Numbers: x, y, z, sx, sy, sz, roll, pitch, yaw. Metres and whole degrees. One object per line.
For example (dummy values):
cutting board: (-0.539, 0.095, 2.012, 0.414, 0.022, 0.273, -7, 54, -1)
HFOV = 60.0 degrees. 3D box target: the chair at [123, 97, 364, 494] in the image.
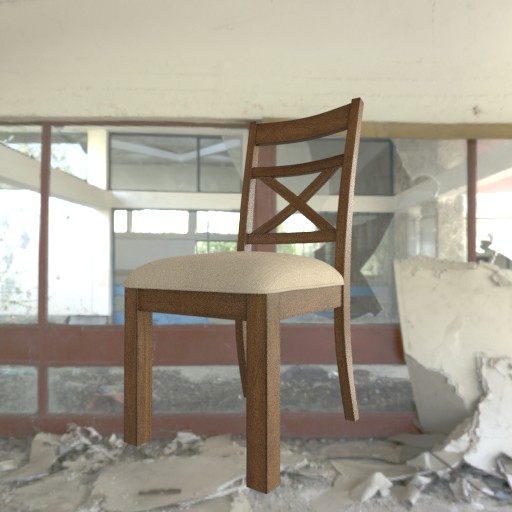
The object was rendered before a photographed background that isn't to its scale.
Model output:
chair: (0.000, 0.000, 1.228, 0.461, 0.949, 0.581, -1, -1, 36)
